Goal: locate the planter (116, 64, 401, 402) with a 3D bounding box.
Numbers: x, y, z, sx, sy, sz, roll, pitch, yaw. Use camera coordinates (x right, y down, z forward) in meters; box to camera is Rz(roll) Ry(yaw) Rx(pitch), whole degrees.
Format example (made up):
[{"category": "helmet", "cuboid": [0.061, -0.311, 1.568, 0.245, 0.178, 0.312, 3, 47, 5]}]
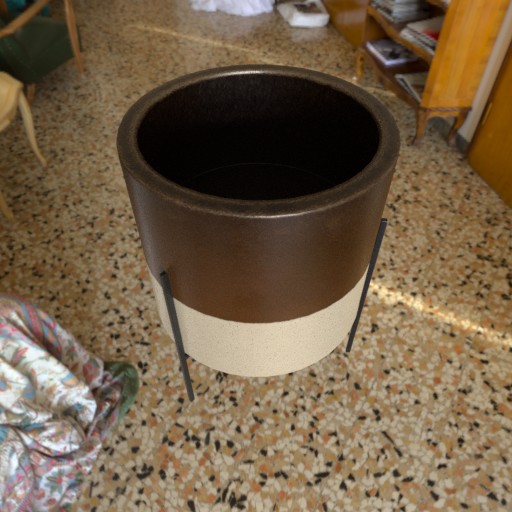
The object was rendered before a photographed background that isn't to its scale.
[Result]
[{"category": "planter", "cuboid": [0.000, 0.000, 0.707, 0.345, 0.465, 0.354, 32, 54, 27]}]
